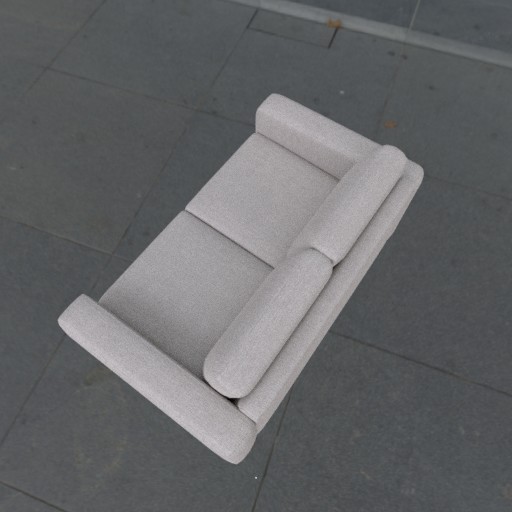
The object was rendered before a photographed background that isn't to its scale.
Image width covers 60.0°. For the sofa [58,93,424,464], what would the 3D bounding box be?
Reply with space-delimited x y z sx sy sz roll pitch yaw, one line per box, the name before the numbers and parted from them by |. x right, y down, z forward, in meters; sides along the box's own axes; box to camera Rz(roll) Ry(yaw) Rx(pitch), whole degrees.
sofa | 0.000 0.000 2.057 0.900 0.800 1.540 32 68 15
